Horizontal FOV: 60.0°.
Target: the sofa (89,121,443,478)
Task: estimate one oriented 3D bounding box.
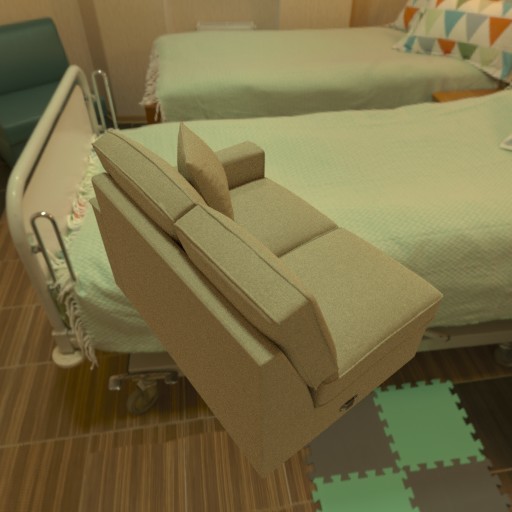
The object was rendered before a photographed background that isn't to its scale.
[{"bbox_3d":[0.000,0.000,2.042,0.991,0.989,1.388,-27,49,-27],"label":"sofa"}]
